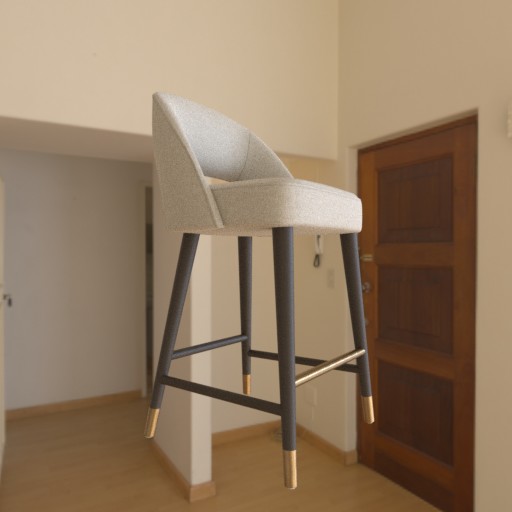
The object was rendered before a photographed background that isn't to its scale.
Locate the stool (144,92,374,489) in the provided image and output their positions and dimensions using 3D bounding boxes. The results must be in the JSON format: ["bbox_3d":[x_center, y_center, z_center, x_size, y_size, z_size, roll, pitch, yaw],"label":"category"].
[{"bbox_3d":[0.000,0.000,1.217,0.509,0.940,0.494,0,1,36],"label":"stool"}]
